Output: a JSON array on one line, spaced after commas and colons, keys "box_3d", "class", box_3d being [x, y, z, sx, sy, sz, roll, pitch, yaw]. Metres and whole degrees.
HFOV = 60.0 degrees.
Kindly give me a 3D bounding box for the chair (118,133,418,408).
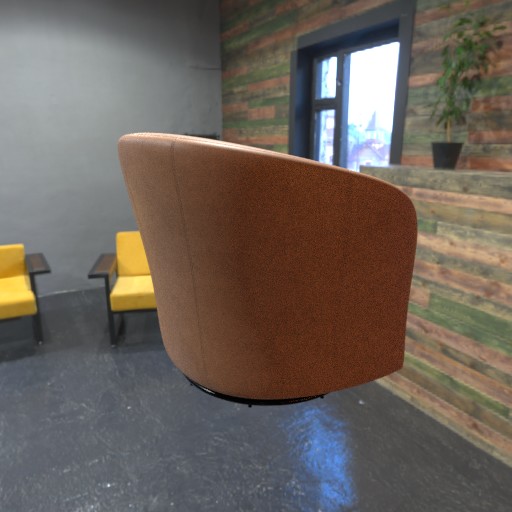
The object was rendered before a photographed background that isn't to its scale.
[{"box_3d": [0.000, 0.000, 1.456, 0.815, 0.771, 0.791, -7, 16, -26], "class": "chair"}]
